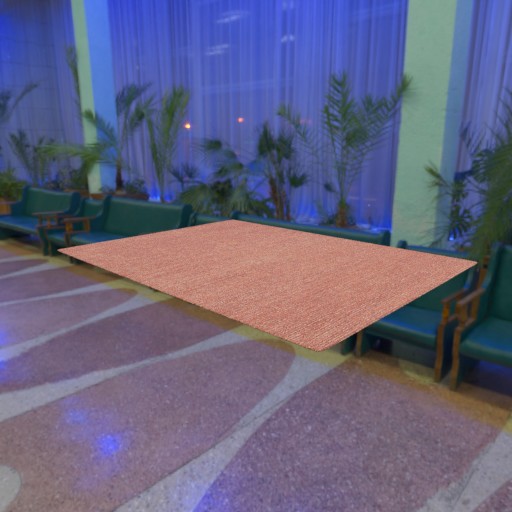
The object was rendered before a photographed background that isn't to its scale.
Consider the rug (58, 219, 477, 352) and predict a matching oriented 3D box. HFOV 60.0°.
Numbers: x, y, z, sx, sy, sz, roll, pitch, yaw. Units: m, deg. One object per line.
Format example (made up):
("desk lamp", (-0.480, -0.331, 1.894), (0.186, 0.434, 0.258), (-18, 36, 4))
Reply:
("rug", (0.000, 0.000, 2.758), (2.112, 0.009, 1.594), (14, 20, 42))
